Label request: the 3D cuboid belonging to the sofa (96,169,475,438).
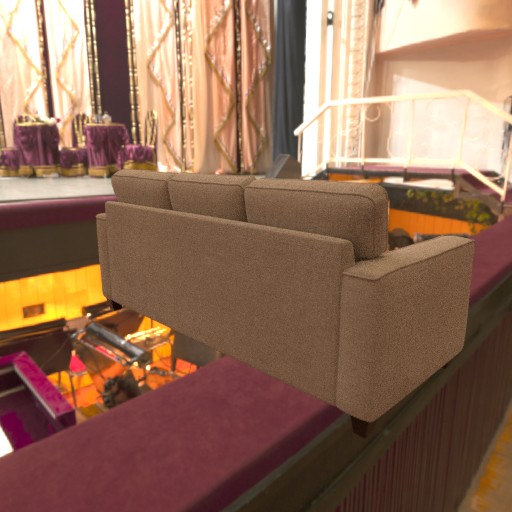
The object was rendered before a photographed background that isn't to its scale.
[{"bbox_3d":[0.000,0.000,2.583,2.133,0.965,0.939,13,19,43],"label":"sofa"}]
